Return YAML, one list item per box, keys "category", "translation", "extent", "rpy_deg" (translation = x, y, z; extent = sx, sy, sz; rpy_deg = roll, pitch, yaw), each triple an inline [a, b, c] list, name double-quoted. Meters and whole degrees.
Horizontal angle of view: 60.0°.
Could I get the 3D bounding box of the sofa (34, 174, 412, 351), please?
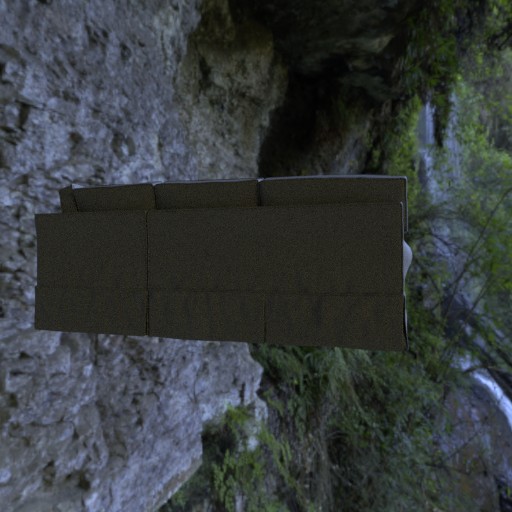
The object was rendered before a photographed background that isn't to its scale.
- category: "sofa"
  translation: [0.000, 0.000, 4.090]
  extent: [2.618, 1.081, 2.623]
  rpy_deg: [0, 0, 17]
